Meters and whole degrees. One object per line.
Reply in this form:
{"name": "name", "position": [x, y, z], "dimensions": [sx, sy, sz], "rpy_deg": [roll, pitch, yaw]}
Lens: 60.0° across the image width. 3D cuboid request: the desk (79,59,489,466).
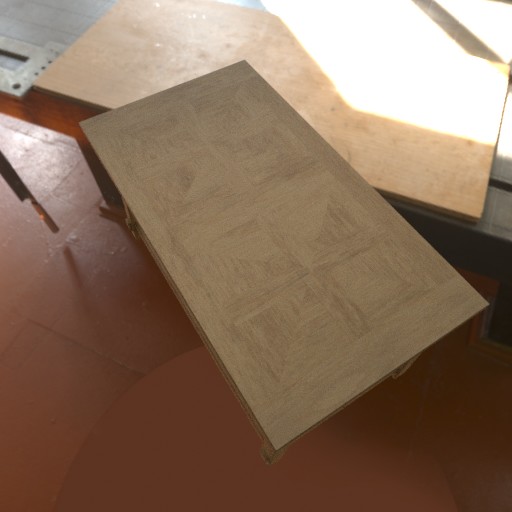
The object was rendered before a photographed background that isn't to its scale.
{"name": "desk", "position": [0.000, 0.000, 1.953], "dimensions": [0.813, 0.762, 1.499], "rpy_deg": [-28, 62, -16]}
